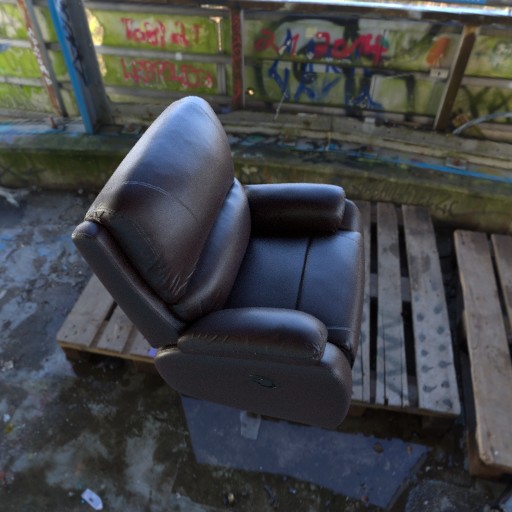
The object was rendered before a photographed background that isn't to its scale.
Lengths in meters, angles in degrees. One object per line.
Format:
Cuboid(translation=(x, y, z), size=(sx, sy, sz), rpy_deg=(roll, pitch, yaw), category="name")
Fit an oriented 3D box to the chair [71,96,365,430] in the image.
Cuboid(translation=(0.000, 0.000, 1.761), size=(0.899, 1.011, 0.930), rpy_deg=(9, 46, 9), category="chair")
